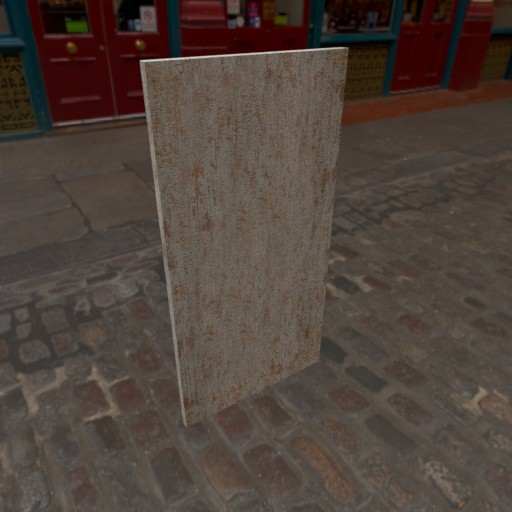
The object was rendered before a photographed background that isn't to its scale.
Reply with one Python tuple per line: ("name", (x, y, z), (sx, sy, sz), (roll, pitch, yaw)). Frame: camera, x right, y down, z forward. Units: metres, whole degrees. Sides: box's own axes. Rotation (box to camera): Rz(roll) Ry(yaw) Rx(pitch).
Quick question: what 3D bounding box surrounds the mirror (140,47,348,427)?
("mirror", (0.000, 0.000, 1.105), (0.472, 0.922, 0.027), (-18, 34, -28))
